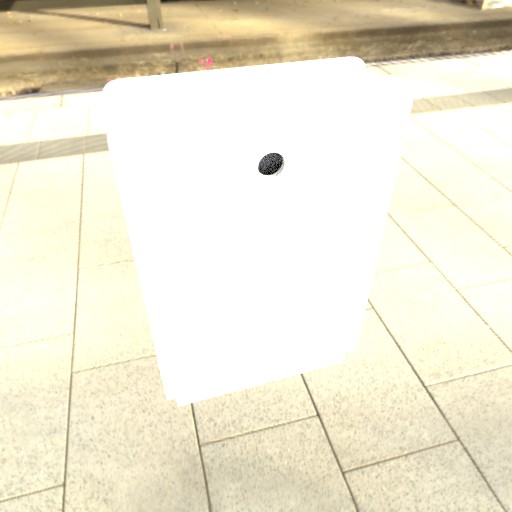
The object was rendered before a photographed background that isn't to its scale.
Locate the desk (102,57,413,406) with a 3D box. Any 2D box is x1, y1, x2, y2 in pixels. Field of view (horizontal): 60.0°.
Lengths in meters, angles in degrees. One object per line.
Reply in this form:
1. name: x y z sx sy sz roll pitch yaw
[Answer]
1. desk: 0.000 0.000 1.549 0.795 1.190 0.278 -11 41 -13
